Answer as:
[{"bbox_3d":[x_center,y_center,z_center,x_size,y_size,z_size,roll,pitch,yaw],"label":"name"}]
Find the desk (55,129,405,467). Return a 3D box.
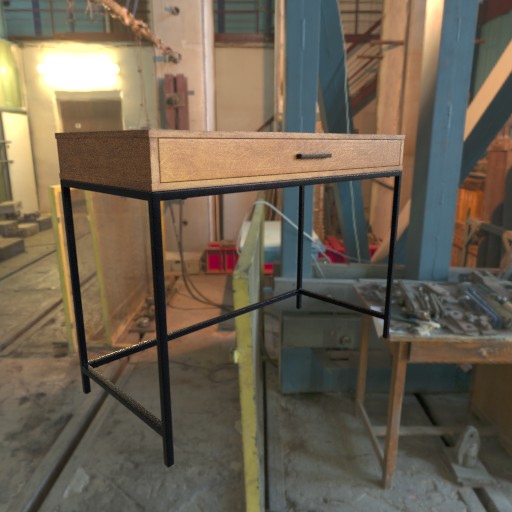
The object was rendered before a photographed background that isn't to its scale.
[{"bbox_3d":[0.000,0.000,1.437,1.016,0.762,0.470,-14,20,-43],"label":"desk"}]
